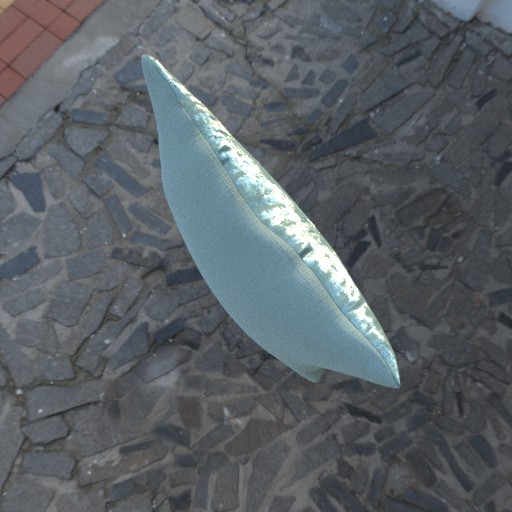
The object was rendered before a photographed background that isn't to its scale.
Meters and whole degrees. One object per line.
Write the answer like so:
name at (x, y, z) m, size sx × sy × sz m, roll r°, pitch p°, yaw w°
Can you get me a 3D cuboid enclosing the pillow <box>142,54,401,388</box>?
pillow at (0.000, 0.000, 0.697) m, size 0.175 × 0.464 × 0.470 m, roll -34°, pitch 79°, yaw -8°
